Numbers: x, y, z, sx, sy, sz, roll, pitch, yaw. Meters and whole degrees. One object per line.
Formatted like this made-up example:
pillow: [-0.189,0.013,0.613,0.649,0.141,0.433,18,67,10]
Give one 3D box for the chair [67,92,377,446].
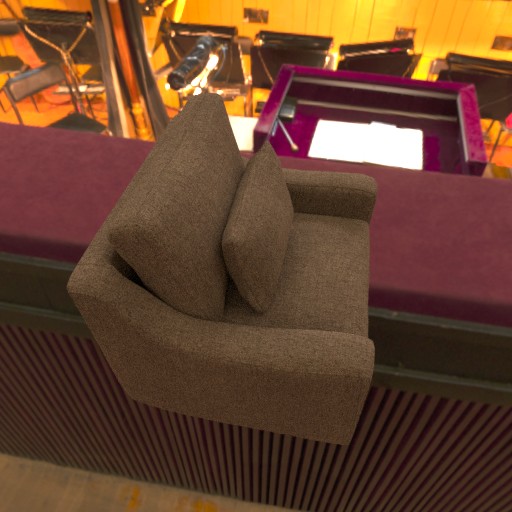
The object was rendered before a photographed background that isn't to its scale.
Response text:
chair: [0.000,0.000,1.911,1.009,1.037,1.138,8,47,8]
